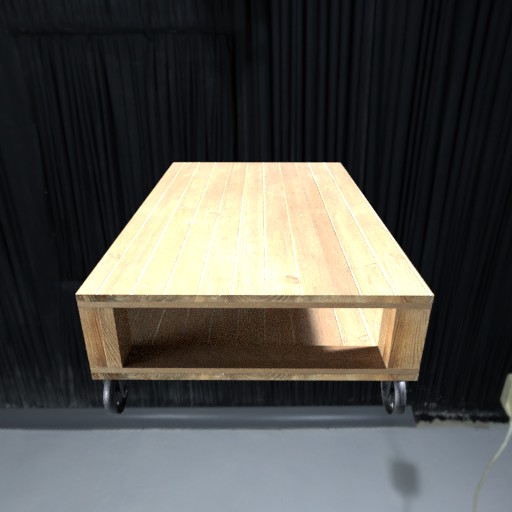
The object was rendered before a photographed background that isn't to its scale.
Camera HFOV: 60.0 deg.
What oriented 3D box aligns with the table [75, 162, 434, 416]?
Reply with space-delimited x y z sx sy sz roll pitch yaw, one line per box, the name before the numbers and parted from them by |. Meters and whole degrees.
table | 0.000 0.000 1.697 0.827 0.413 1.299 0 25 0
